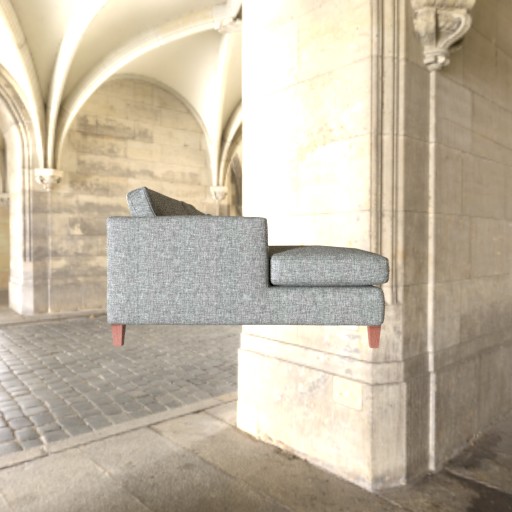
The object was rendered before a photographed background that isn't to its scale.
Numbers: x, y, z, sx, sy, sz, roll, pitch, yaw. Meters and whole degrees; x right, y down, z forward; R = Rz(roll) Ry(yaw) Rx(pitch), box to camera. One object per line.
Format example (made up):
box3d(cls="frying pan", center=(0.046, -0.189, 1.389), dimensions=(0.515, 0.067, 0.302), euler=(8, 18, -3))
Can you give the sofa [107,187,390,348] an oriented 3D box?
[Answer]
box3d(cls="sofa", center=(0.000, 0.000, 4.199), dimensions=(1.635, 0.960, 3.485), euler=(0, 1, 2))
